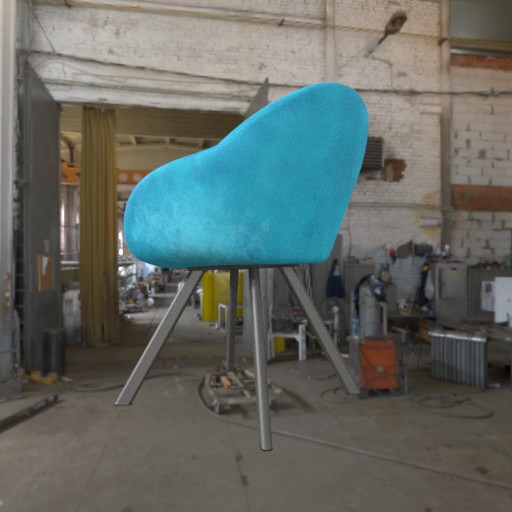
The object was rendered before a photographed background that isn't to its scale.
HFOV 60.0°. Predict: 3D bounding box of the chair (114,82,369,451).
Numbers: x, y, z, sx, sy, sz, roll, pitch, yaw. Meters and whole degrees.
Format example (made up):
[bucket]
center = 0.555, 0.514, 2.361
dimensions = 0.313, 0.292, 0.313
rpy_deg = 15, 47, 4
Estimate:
[chair]
center = 0.000, 0.000, 1.213
dimensions = 0.590, 0.795, 0.550
rpy_deg = 0, -1, 36
